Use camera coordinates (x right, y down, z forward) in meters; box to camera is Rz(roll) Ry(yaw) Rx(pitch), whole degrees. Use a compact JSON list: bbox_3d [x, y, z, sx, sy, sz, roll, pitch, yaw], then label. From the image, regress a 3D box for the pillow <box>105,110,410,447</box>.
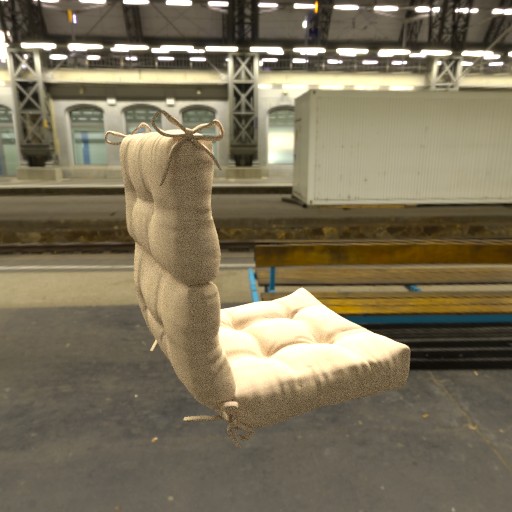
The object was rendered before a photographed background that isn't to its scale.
[{"bbox_3d":[0.000,0.000,1.031,0.571,0.605,0.519,-7,16,-25],"label":"pillow"}]
